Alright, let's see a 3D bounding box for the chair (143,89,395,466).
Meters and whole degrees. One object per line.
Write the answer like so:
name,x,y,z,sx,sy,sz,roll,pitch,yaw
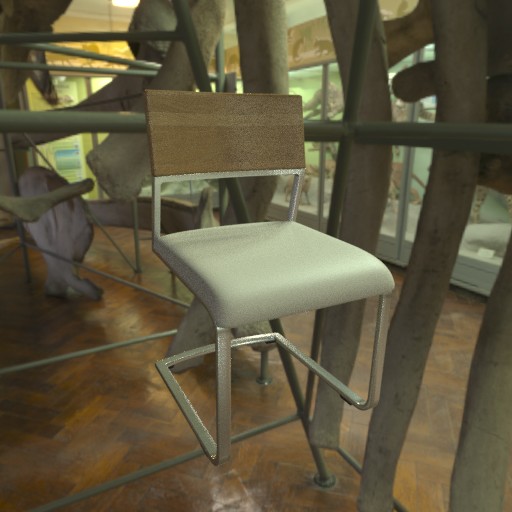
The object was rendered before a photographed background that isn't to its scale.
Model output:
chair,0.000,0.000,1.191,0.467,0.844,0.585,-9,19,-27
